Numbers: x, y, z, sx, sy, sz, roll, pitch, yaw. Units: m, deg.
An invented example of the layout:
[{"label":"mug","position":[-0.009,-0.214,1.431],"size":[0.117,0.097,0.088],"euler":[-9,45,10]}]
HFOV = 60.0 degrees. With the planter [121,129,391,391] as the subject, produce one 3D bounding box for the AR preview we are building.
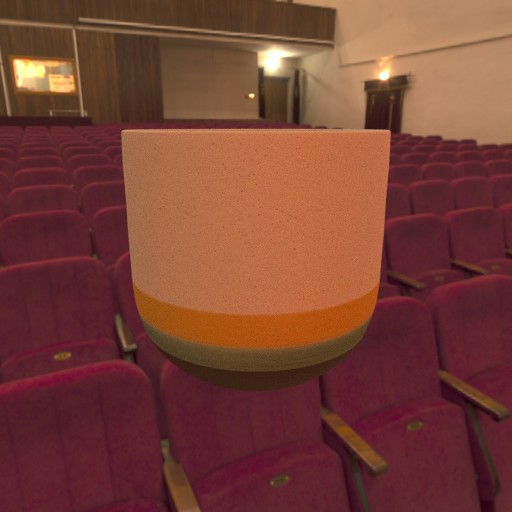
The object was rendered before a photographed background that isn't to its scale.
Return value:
[{"label":"planter","position":[0.000,0.000,0.493],"size":[0.268,0.270,0.268],"euler":[0,16,0]}]
